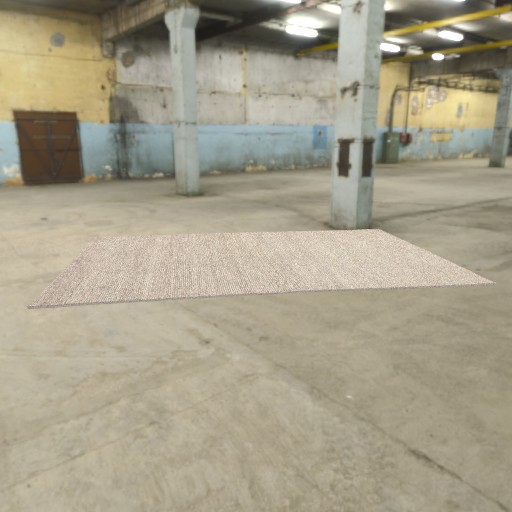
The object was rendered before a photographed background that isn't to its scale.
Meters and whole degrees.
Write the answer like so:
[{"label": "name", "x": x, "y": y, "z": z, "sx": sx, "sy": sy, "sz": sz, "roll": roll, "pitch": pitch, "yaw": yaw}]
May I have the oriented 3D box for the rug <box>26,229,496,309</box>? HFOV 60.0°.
[{"label": "rug", "x": 0.000, "y": 0.000, "z": 2.204, "sx": 1.792, "sy": 0.021, "sz": 1.154, "roll": -2, "pitch": 15, "yaw": -8}]
